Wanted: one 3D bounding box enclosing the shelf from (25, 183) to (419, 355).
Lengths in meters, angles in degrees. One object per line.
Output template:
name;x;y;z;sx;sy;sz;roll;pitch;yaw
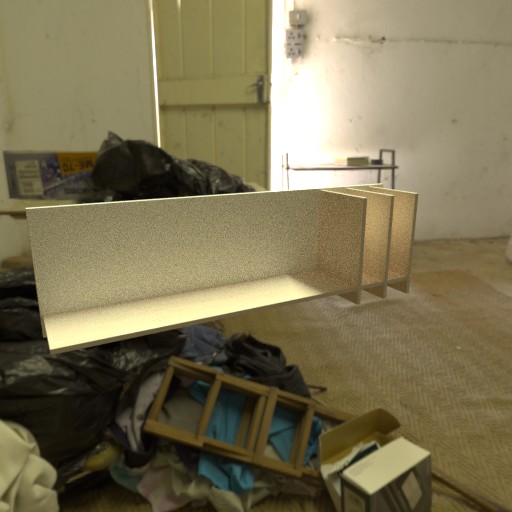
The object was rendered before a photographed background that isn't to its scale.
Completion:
shelf;0.000;0.000;1.142;1.020;0.300;0.200;-8;17;-27
